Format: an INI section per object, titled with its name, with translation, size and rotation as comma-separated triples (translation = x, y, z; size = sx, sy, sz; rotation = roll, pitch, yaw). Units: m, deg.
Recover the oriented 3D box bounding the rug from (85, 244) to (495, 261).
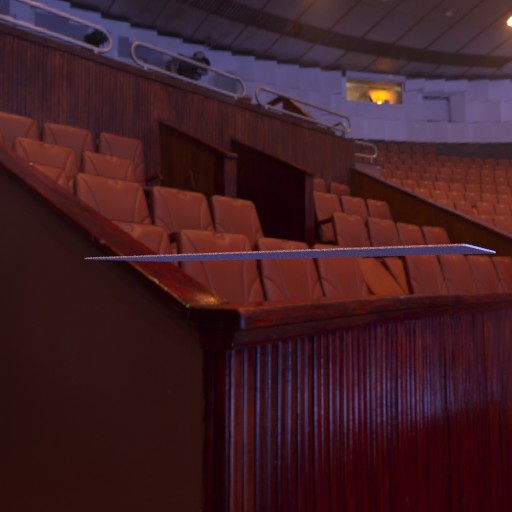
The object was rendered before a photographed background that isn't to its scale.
[rug]
translation = 0.000, 0.000, 2.465
size = 2.277, 0.008, 0.676
rotation = -2, -3, 36
